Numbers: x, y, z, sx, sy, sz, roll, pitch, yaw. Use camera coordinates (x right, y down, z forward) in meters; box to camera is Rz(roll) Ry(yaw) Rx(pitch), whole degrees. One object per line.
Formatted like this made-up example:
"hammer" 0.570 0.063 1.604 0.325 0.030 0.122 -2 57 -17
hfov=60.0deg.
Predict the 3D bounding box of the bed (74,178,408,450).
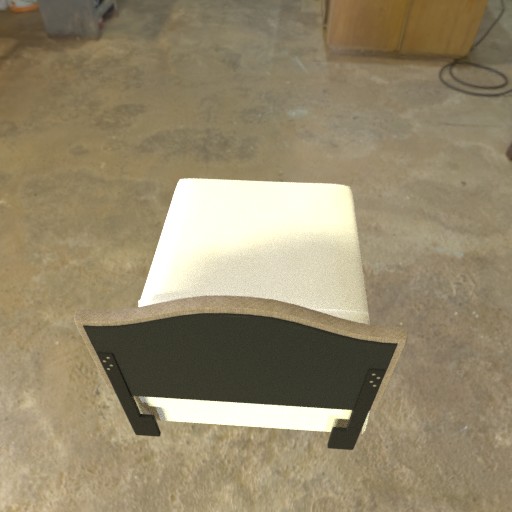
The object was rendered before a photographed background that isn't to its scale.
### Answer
"bed" 0.000 0.000 3.282 1.713 1.518 2.153 3 46 3
